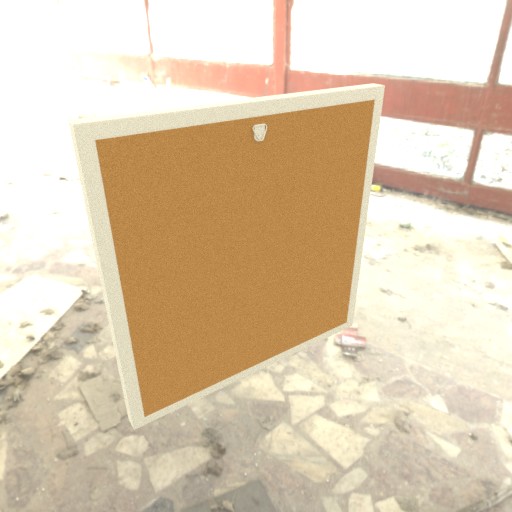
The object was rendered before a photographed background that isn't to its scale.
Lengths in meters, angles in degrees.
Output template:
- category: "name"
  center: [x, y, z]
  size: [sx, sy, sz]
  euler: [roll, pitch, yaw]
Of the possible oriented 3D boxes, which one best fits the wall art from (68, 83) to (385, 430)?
- category: "wall art"
  center: [0.000, 0.000, 1.130]
  size: [0.761, 0.762, 0.050]
  euler: [-18, 34, -29]
